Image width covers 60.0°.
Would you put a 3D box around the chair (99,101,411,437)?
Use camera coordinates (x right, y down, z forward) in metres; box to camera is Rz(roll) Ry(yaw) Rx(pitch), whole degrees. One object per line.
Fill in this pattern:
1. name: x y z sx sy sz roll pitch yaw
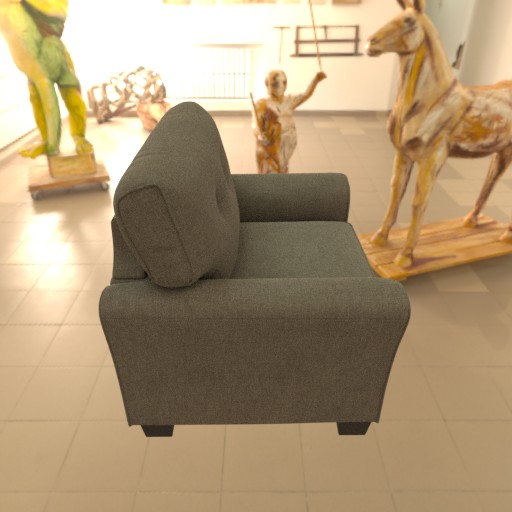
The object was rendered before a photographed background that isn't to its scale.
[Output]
1. chair: 0.000 0.000 1.561 0.816 0.890 0.941 0 31 -1
